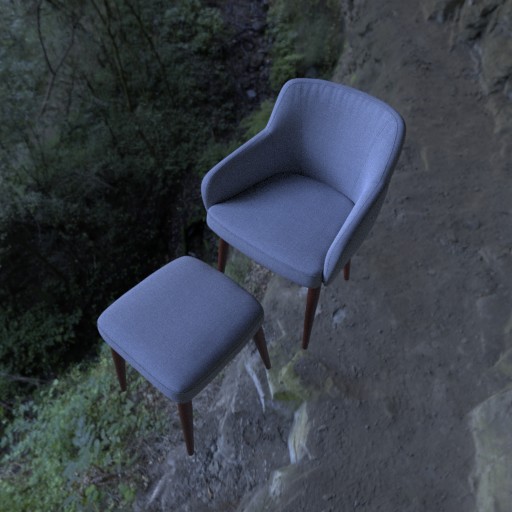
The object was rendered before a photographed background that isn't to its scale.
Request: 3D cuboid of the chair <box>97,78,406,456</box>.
[{"bbox_3d":[0.000,0.000,1.537,0.584,0.799,1.107,32,55,26],"label":"chair"}]
